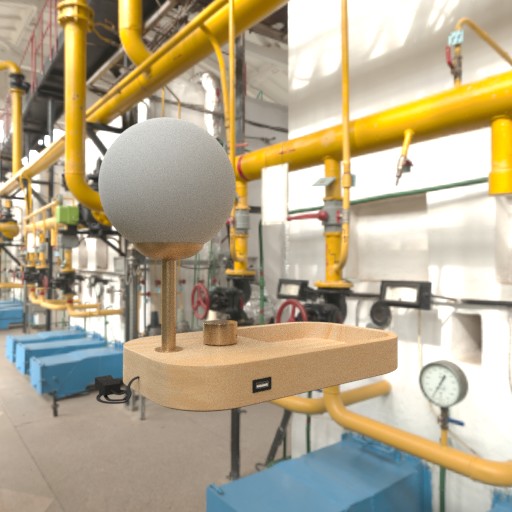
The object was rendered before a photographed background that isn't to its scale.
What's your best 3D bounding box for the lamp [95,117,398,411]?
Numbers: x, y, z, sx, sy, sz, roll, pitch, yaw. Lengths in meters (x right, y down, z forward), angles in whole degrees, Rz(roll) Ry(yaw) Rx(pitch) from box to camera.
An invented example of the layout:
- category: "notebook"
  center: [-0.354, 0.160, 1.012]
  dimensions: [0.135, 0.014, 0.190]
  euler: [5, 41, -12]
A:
- category: "lamp"
  center: [0.000, 0.000, 0.476]
  dimensions: [0.331, 0.253, 0.173]
  euler: [1, -1, -36]
